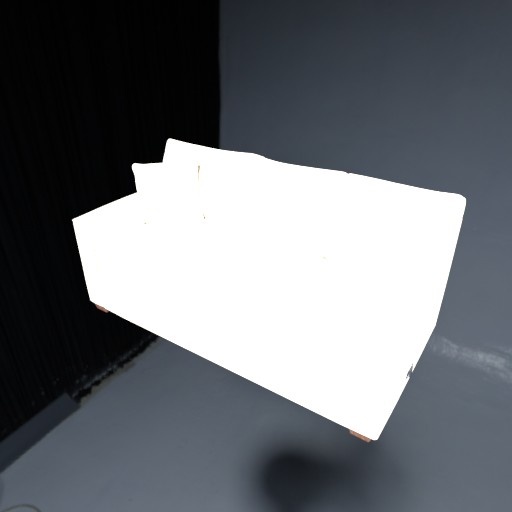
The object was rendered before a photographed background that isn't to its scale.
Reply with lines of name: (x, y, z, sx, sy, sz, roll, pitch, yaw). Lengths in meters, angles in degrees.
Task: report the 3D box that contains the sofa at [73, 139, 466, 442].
sofa: (0.000, 0.000, 2.556, 1.962, 0.946, 1.034, 18, 34, 29)
